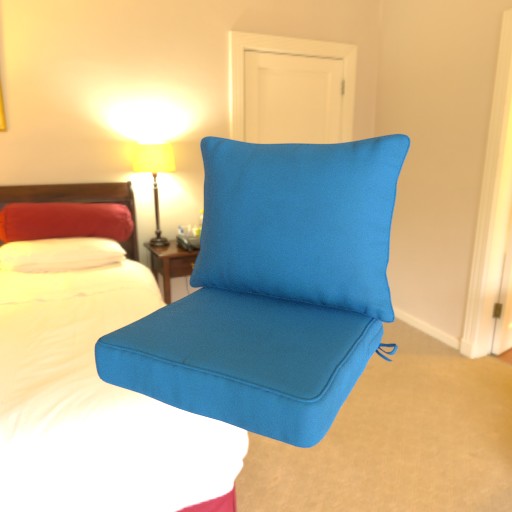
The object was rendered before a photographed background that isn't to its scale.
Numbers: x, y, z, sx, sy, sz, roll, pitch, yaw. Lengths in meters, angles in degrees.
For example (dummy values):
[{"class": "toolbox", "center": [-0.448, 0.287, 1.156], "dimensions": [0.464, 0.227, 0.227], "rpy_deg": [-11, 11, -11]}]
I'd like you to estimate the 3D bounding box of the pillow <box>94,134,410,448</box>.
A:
[{"class": "pillow", "center": [0.000, 0.000, 1.357], "dimensions": [0.798, 0.725, 0.733], "rpy_deg": [7, 16, 27]}]
